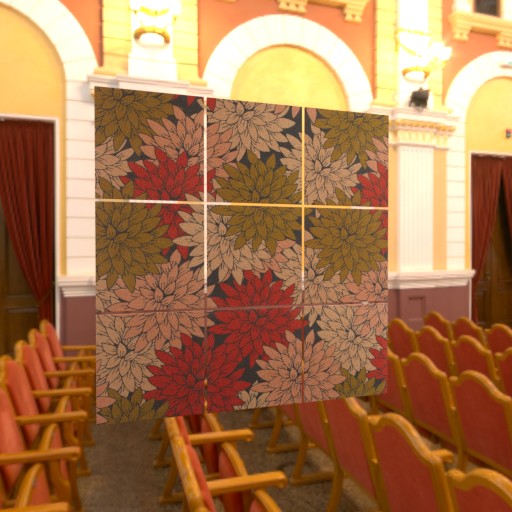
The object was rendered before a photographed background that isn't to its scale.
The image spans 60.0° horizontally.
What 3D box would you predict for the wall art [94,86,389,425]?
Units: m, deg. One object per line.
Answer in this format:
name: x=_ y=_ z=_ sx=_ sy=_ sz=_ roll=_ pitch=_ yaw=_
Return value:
wall art: x=0.000 y=0.000 z=2.229 sx=1.519 sy=1.534 sz=0.013 roll=0 pitch=1 yaw=-17
